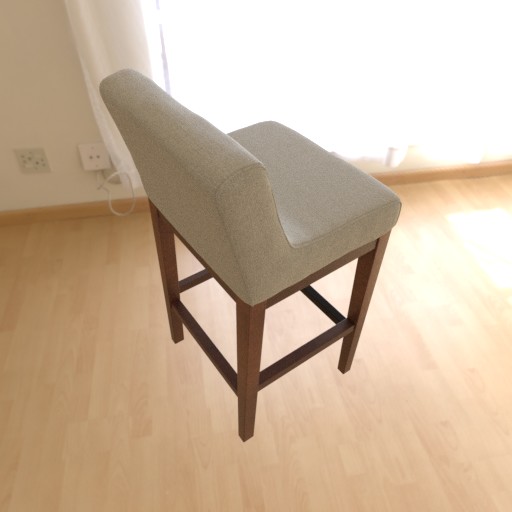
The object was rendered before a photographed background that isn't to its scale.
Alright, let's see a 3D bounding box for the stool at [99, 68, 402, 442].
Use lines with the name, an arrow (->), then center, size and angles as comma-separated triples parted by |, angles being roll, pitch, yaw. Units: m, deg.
stool -> 0.000, 0.000, 1.205 | 0.500, 0.937, 0.511 | -25, 48, -25
